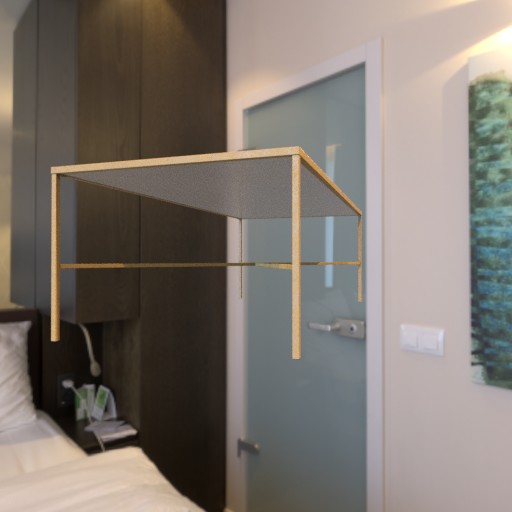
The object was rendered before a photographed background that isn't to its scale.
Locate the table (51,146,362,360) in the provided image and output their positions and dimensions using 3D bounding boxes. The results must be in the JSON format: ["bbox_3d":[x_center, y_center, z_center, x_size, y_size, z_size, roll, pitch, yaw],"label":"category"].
[{"bbox_3d":[0.000,0.000,1.490,0.580,0.398,1.206,0,-1,19],"label":"table"}]
